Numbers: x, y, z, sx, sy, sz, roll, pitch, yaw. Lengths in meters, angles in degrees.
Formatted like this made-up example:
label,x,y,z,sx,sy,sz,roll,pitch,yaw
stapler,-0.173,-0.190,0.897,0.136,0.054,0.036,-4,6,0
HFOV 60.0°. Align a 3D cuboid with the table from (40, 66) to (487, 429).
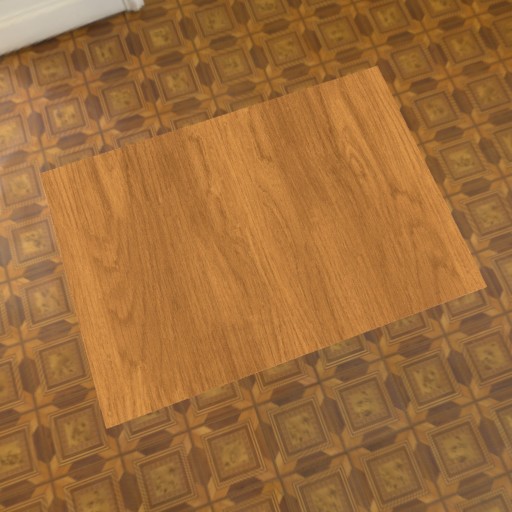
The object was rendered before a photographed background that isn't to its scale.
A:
label,x,y,z,sx,sy,sz,roll,pitch,yaw
table,0.000,0.000,1.888,1.300,0.770,0.900,-19,77,-5
